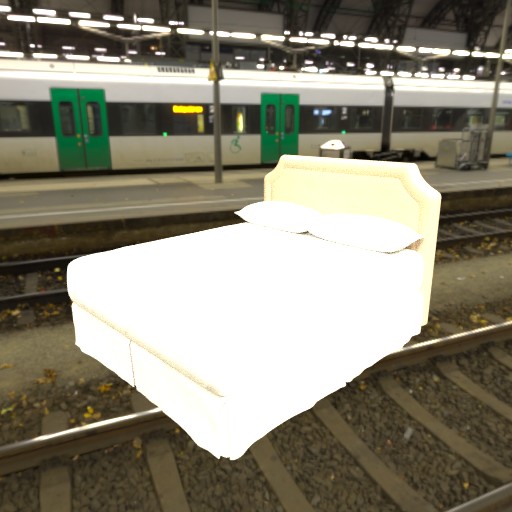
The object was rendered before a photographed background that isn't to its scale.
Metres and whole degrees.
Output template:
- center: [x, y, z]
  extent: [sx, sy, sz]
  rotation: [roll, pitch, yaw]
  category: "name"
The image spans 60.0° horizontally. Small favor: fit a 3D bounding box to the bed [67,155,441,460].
- center: [0.000, 0.000, 3.845]
  extent: [2.548, 1.524, 2.134]
  rotation: [-16, 23, -42]
  category: "bed"
